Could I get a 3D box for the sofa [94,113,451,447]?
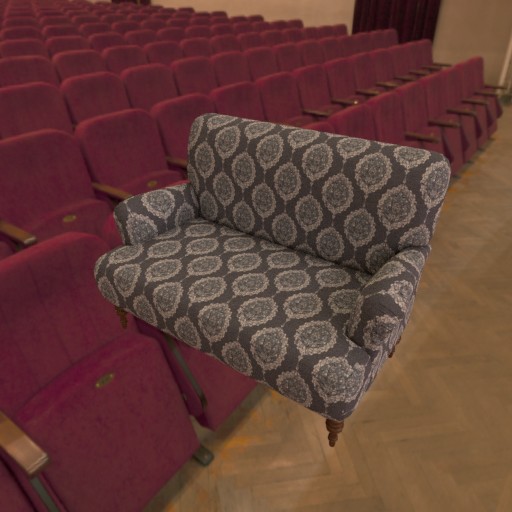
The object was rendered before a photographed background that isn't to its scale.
[{"bbox_3d":[0.000,0.000,1.801,1.297,0.867,0.779,20,36,30],"label":"sofa"}]
